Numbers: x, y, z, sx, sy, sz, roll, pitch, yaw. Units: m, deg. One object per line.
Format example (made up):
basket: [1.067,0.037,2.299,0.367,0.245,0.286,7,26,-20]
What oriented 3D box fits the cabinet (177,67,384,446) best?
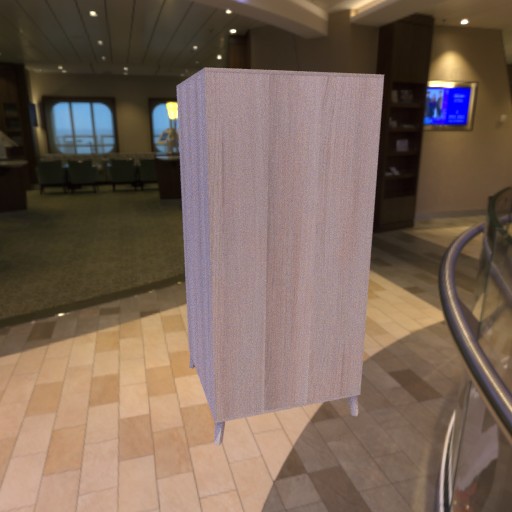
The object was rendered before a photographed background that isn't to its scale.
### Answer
cabinet: [0.000,0.000,2.617,1.272,1.957,0.969,8,18,26]
